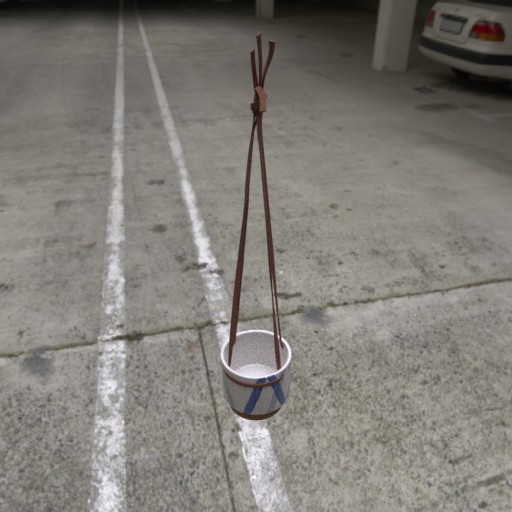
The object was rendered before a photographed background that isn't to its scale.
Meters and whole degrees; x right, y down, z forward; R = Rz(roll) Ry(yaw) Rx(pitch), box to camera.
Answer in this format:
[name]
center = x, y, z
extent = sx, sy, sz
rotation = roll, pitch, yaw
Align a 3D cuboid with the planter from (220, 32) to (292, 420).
[planter]
center = 0.000, 0.000, 0.827
extent = 0.153, 0.753, 0.157
rotation = -7, 31, -12
